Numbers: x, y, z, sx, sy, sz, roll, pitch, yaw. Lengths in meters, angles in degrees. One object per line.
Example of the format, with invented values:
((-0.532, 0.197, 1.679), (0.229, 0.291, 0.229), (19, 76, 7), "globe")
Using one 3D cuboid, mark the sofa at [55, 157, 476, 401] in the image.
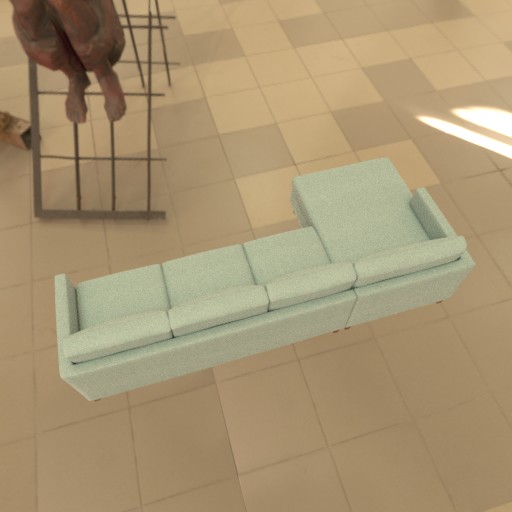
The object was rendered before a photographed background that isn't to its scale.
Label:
((0.000, 0.000, 4.123), (3.470, 0.953, 1.600), (-14, 58, -9), "sofa")
